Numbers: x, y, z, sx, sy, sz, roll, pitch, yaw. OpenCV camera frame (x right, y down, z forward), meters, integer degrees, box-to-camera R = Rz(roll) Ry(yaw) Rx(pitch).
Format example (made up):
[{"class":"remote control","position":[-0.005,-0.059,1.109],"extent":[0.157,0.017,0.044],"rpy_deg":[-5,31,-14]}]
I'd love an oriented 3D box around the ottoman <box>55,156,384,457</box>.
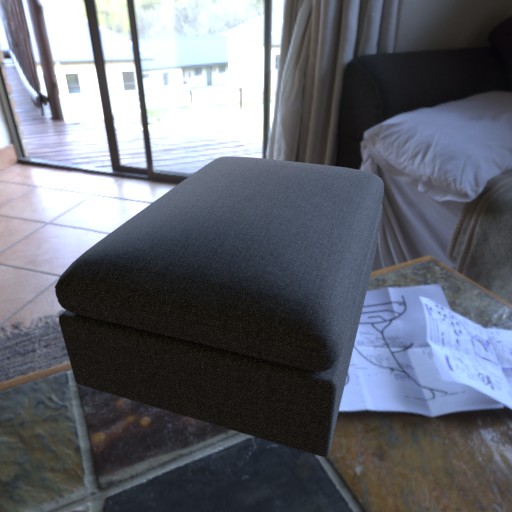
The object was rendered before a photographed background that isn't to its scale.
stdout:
[{"class":"ottoman","position":[0.000,0.000,1.453],"extent":[0.711,0.483,1.041],"rpy_deg":[10,31,17]}]
